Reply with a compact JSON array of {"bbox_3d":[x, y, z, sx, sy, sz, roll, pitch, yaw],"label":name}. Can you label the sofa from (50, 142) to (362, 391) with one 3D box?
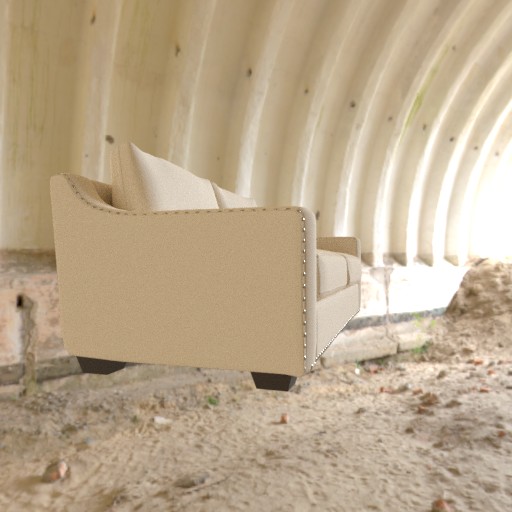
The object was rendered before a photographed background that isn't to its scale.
[{"bbox_3d":[0.000,0.000,2.267,0.949,0.830,1.812,0,-1,18],"label":"sofa"}]
